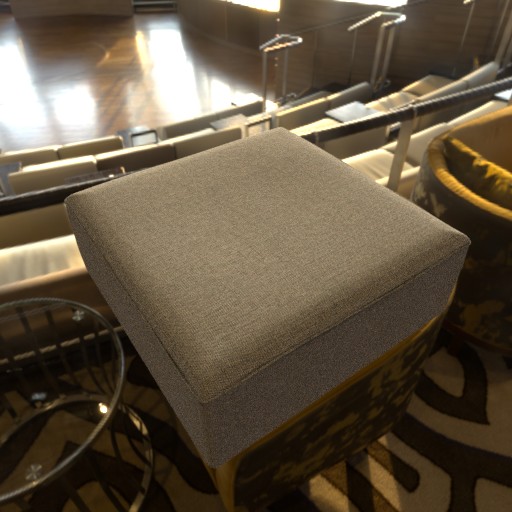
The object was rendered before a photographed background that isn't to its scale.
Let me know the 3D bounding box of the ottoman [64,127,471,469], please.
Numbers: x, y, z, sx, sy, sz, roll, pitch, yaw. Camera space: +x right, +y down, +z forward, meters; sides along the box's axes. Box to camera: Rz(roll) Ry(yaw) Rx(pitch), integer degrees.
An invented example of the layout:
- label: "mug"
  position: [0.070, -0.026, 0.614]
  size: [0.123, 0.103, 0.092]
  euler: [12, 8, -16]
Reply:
- label: "ottoman"
  position: [0.000, 0.000, 1.612]
  size: [1.023, 0.423, 1.017]
  euler: [-25, 47, -25]
